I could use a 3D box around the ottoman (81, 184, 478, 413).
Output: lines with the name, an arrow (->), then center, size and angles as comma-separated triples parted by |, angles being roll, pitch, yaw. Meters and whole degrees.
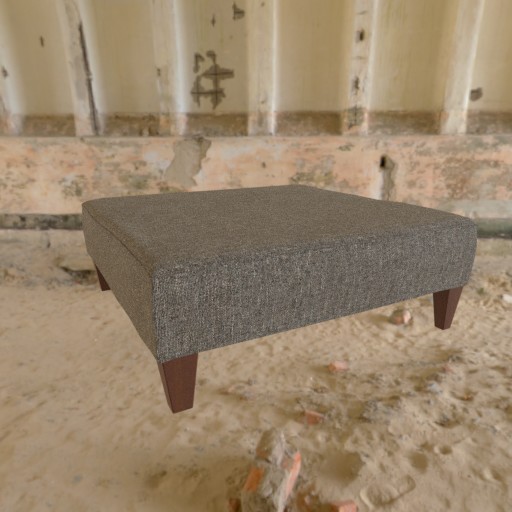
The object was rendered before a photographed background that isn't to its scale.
ottoman -> 0.000, 0.000, 1.539 | 1.016, 0.379, 0.981 | -9, 19, -27
